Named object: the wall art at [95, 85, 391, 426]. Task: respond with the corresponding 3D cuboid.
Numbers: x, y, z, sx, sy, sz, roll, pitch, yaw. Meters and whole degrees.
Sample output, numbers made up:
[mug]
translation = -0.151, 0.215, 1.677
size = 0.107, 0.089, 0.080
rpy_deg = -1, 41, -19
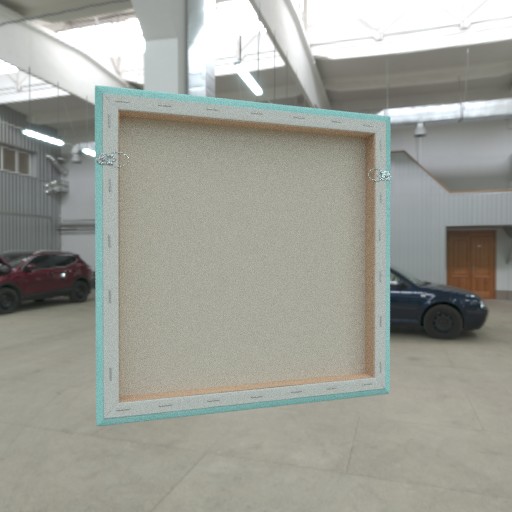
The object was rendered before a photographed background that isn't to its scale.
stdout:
[wall art]
translation = 0.000, 0.000, 1.124
size = 0.765, 0.766, 0.054
rpy_deg = 0, 1, -18
